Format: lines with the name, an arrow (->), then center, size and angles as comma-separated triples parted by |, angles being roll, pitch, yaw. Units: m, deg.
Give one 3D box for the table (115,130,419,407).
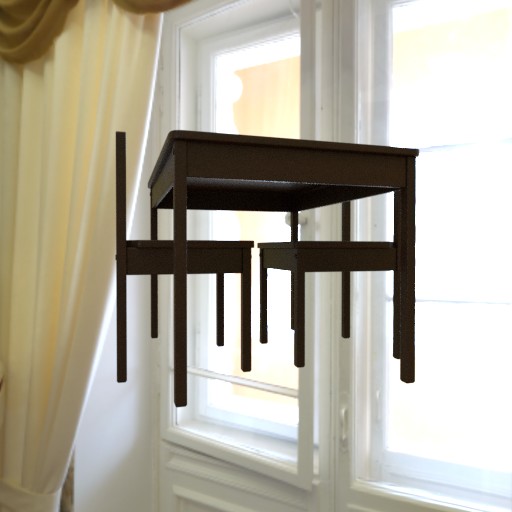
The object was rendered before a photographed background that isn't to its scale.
table -> 0.000, 0.000, 1.116 | 0.672, 0.503, 0.650 | 0, 1, -17
